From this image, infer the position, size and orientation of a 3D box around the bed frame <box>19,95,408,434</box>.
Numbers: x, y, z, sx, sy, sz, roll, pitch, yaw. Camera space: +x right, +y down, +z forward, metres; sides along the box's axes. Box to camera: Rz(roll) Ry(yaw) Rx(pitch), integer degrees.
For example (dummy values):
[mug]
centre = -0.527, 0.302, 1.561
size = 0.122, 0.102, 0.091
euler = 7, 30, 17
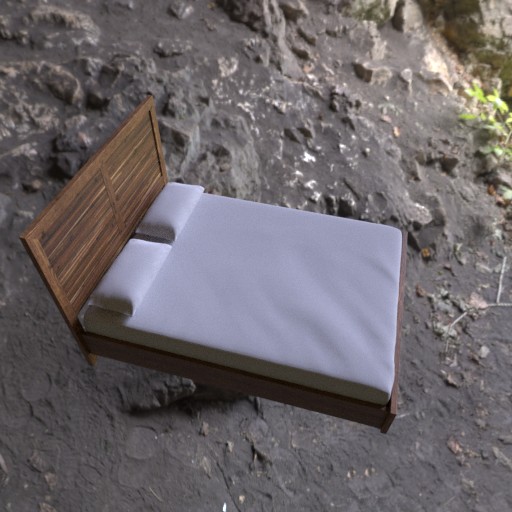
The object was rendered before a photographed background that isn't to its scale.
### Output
[bed frame]
centre = 0.000, 0.000, 3.333
size = 2.276, 1.417, 1.696
euler = 11, 48, 10
